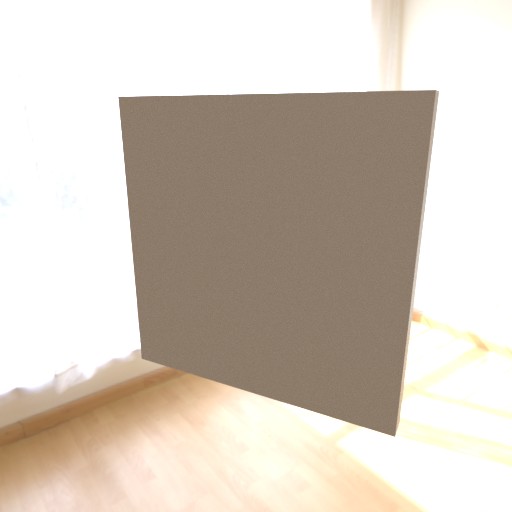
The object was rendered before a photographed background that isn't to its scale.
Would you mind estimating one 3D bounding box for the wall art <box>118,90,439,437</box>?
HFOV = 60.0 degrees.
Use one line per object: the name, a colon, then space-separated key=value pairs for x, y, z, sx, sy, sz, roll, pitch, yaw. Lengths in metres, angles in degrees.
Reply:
wall art: x=0.000 y=0.000 z=0.517 sx=0.355 sy=0.355 sz=0.027 roll=9 pitch=20 yaw=26
